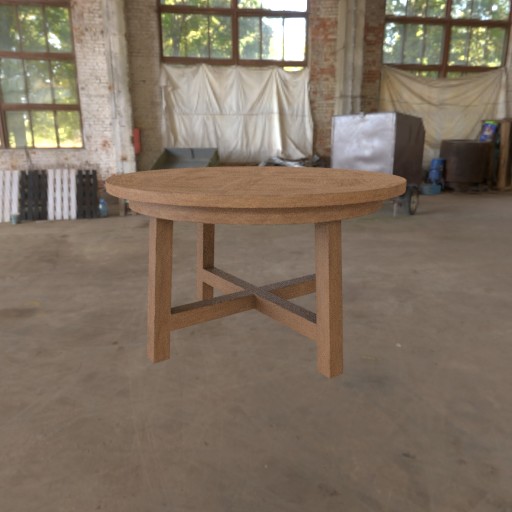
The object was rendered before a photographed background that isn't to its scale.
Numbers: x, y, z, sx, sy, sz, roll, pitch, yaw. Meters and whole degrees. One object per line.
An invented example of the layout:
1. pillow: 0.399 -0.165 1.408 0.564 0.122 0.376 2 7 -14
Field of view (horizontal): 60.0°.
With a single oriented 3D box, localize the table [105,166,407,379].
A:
1. table: 0.000 0.000 2.142 1.319 0.762 1.319 0 15 0
